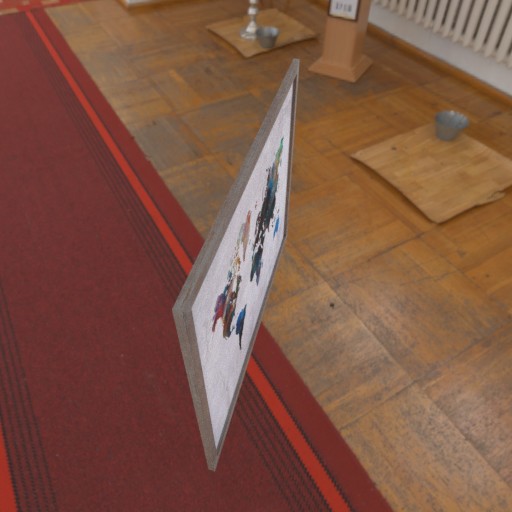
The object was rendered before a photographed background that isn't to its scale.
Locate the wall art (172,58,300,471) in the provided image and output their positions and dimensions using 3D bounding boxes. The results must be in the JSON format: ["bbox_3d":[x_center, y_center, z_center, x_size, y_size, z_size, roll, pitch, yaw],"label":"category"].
[{"bbox_3d":[0.000,0.000,1.341,0.019,0.774,1.012,11,48,10],"label":"wall art"}]
